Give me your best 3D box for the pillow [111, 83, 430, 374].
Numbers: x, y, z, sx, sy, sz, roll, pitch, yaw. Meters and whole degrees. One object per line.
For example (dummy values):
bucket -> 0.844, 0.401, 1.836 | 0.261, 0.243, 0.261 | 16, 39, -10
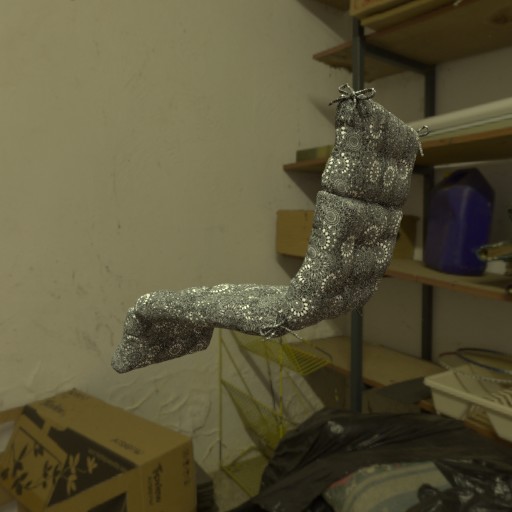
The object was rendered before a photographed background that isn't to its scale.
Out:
pillow -> 0.000, 0.000, 1.520 | 1.016, 0.863, 0.526 | 1, 2, 36
